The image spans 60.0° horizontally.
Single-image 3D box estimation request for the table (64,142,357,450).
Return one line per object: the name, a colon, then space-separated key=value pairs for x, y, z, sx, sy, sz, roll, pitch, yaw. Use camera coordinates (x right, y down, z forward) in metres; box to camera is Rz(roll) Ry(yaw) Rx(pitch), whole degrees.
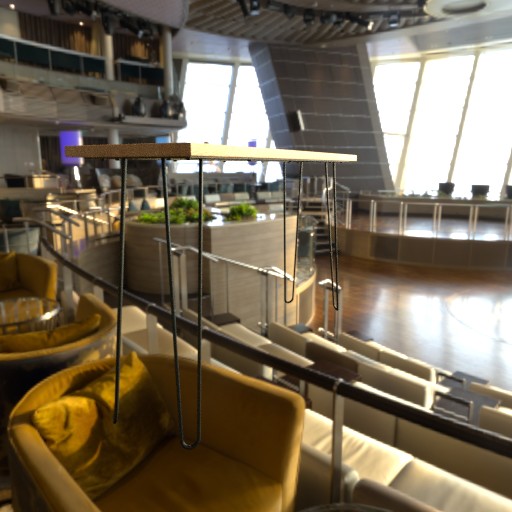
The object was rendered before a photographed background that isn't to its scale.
table: x=0.000 y=0.000 z=1.748 sx=0.399 sy=0.799 sz=1.400 roll=6 pitch=13 yaw=27
